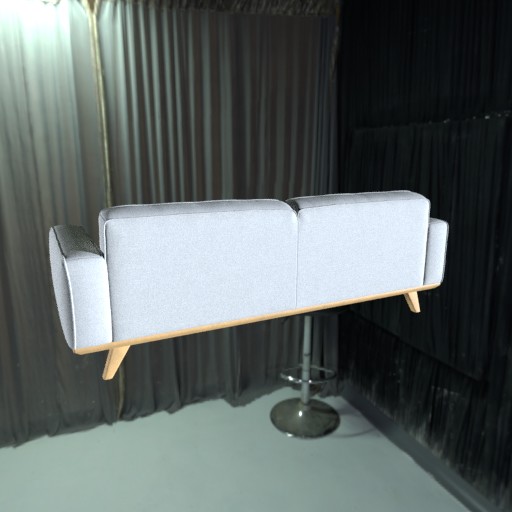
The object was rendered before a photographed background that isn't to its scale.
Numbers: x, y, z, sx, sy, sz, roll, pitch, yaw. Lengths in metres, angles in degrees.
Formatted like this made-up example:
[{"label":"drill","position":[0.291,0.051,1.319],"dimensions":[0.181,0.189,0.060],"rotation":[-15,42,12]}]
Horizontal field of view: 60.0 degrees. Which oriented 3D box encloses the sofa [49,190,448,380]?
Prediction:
[{"label":"sofa","position":[0.000,0.000,2.717],"dimensions":[2.270,0.781,0.956],"rotation":[-7,15,-26]}]
